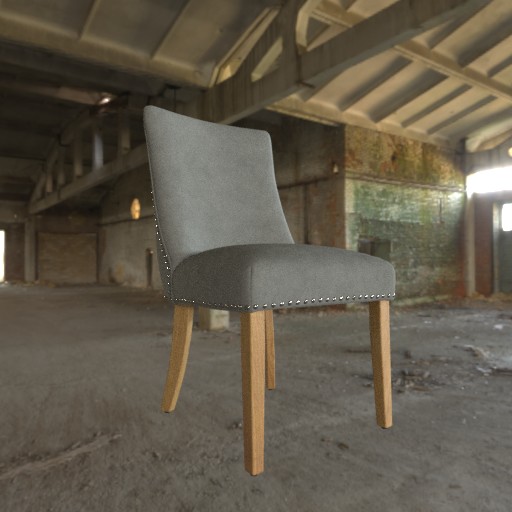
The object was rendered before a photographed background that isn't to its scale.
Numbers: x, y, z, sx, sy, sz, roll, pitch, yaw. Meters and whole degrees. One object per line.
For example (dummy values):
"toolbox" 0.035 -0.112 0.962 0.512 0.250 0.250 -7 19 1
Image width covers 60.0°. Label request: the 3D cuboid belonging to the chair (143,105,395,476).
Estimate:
"chair" 0.000 0.000 1.258 0.495 0.902 0.610 1 -1 -37
